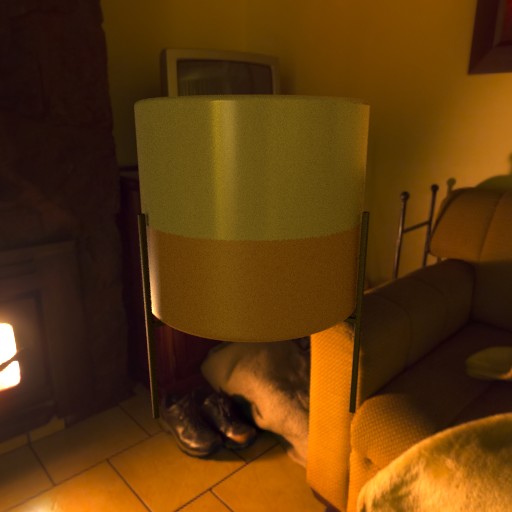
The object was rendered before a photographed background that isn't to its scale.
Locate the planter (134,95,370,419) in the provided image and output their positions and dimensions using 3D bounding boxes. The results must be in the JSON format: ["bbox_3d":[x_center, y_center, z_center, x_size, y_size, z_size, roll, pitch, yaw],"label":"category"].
[{"bbox_3d":[0.000,0.000,0.730,0.360,0.480,0.348,8,18,26],"label":"planter"}]
